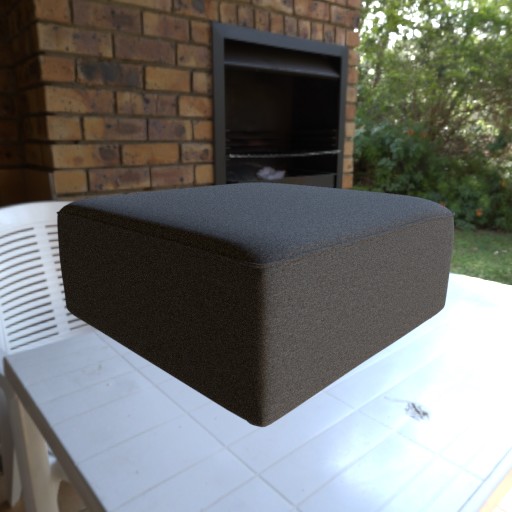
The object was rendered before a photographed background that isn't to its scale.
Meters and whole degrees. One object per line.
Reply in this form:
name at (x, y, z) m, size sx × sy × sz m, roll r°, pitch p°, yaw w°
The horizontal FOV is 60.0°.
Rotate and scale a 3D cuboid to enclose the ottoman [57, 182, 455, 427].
ottoman at (0.000, 0.000, 1.588) m, size 1.015 × 0.464 × 1.005 m, roll 14°, pitch 20°, yaw 42°
